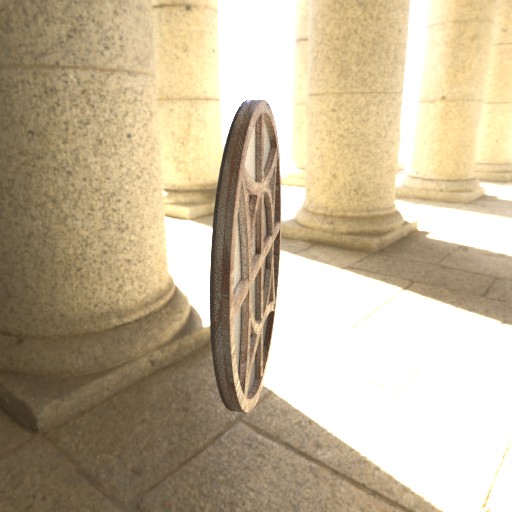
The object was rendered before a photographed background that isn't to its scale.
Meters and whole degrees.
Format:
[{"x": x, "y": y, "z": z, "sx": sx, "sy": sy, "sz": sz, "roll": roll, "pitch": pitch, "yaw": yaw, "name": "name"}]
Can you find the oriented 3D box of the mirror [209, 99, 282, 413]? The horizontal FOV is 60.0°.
[{"x": 0.000, "y": 0.000, "z": 1.065, "sx": 0.038, "sy": 0.710, "sz": 0.710, "roll": 3, "pitch": 18, "yaw": 10, "name": "mirror"}]
